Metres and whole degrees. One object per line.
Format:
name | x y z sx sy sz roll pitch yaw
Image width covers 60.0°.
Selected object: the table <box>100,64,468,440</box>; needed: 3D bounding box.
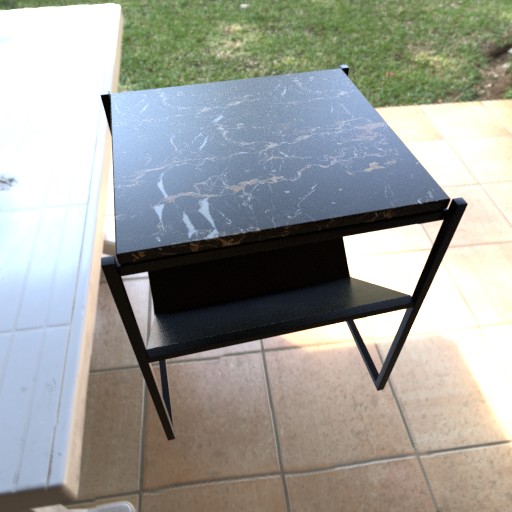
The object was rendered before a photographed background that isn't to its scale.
table | 0.000 0.000 0.881 0.469 0.534 0.432 -10 48 -9
